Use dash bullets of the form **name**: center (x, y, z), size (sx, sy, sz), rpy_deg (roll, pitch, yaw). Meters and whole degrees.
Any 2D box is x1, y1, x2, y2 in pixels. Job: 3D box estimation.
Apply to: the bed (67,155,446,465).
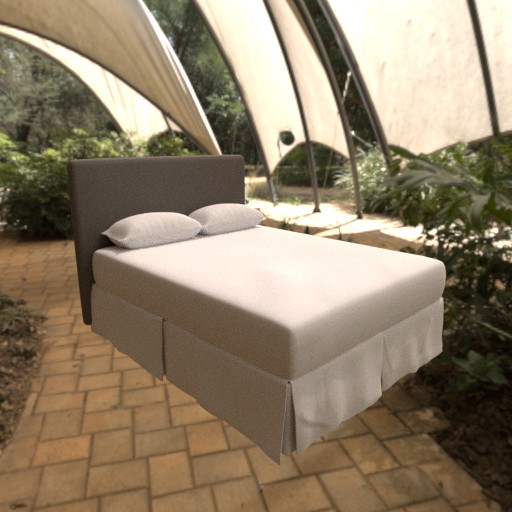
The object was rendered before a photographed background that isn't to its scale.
- **bed**: center (0.000, 0.000, 3.131), size (1.723, 1.330, 2.142), rpy_deg (-14, 20, -42)
